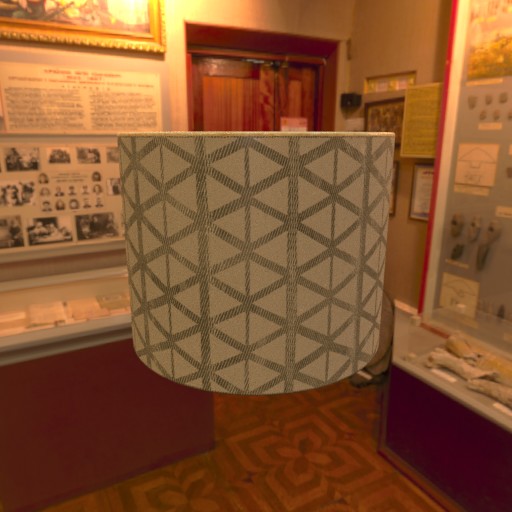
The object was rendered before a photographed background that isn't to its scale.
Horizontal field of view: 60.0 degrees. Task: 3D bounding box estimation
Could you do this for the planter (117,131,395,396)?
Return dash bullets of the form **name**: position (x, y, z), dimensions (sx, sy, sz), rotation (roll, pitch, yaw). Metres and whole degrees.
- **planter**: position (0.000, 0.000, 0.339), dimensions (0.190, 0.181, 0.190), rotation (0, 15, 0)
